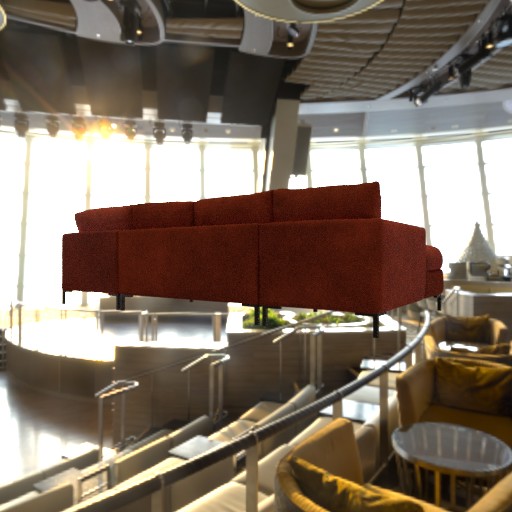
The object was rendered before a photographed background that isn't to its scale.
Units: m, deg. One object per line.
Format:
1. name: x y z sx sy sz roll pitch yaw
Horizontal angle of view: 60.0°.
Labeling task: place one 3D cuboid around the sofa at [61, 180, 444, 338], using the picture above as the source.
1. sofa: 0.000 0.000 3.913 2.971 0.858 1.981 0 0 35
